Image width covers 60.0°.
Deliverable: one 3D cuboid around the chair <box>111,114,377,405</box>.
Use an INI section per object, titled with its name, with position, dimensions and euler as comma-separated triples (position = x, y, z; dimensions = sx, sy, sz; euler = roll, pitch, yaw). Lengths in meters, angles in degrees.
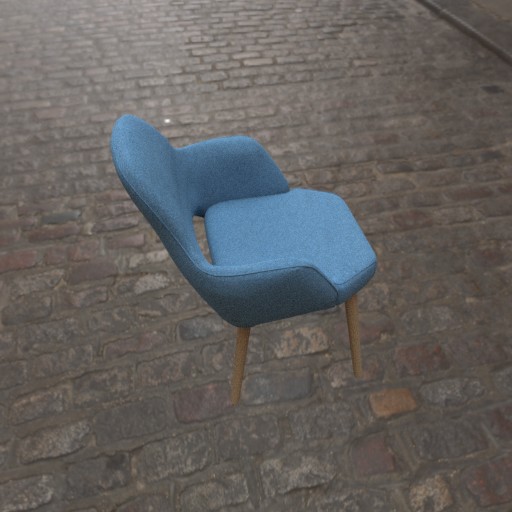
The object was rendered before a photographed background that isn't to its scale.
[chair]
position = 0.000, 0.000, 1.351
dimensions = 0.666, 0.920, 0.589
euler = -9, 47, -9
